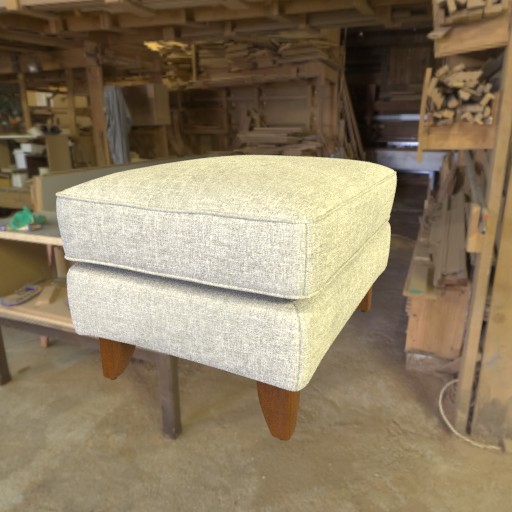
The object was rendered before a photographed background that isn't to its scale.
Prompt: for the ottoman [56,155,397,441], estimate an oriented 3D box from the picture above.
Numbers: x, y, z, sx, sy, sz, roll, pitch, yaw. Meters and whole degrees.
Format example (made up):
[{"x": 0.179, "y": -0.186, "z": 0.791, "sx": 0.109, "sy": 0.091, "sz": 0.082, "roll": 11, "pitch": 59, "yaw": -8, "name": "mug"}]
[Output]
[{"x": 0.000, "y": 0.000, "z": 1.315, "sx": 0.661, "sy": 0.561, "sz": 0.889, "roll": 8, "pitch": 19, "yaw": 25, "name": "ottoman"}]
